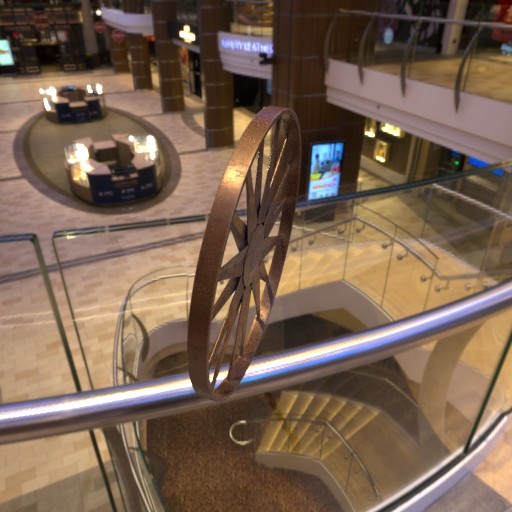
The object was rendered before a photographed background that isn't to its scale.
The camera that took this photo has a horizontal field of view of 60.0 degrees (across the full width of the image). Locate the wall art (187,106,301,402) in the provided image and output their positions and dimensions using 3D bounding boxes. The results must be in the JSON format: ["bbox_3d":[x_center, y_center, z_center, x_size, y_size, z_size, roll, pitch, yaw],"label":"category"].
[{"bbox_3d":[0.000,0.000,0.903,0.084,0.583,0.582,10,33,15],"label":"wall art"}]
